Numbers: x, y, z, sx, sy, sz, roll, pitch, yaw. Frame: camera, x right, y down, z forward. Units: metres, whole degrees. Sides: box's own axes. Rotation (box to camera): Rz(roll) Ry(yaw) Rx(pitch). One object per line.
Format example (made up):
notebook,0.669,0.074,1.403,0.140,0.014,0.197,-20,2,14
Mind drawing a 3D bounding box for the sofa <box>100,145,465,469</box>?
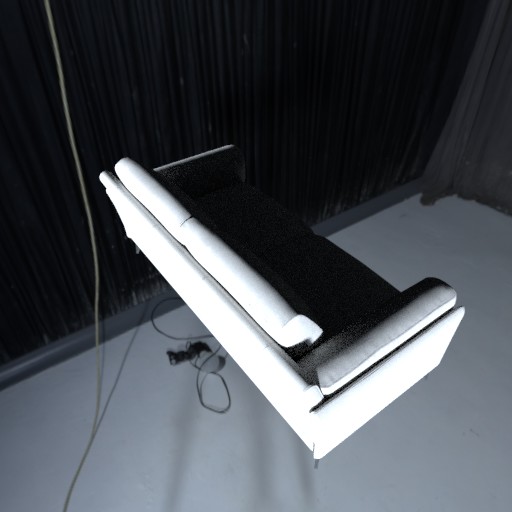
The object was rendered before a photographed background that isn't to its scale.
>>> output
sofa,0.000,0.000,2.646,1.049,0.930,2.101,-25,46,-27
